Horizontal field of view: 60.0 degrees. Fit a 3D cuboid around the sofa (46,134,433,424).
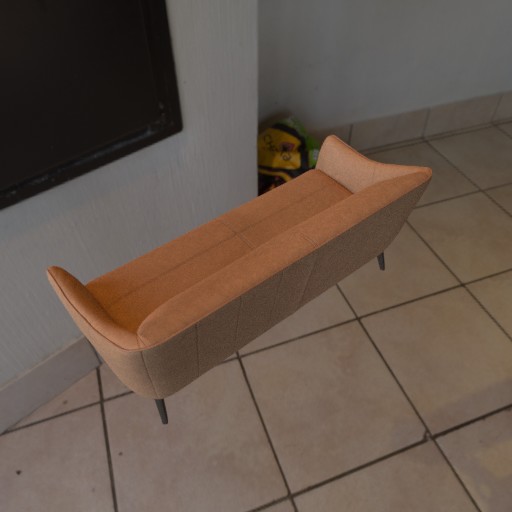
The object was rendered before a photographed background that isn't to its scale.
[{"bbox_3d":[0.000,0.000,2.436,1.928,0.830,0.869,-30,53,-25],"label":"sofa"}]
